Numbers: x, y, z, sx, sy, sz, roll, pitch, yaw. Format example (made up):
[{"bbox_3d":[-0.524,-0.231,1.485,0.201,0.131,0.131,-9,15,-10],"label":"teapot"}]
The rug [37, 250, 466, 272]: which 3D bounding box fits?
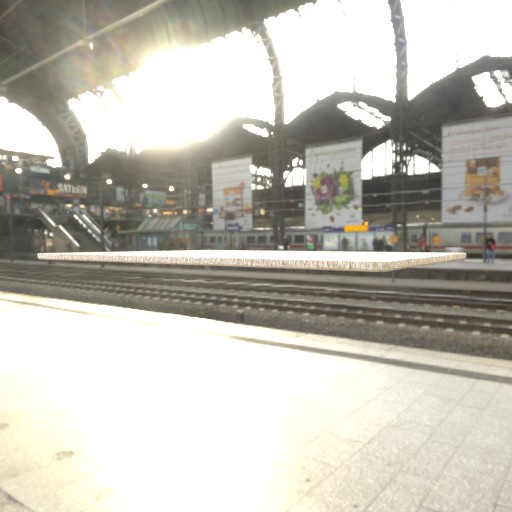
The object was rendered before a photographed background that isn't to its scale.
[{"bbox_3d":[0.000,0.000,2.048,1.600,0.027,1.200,1,2,34],"label":"rug"}]
